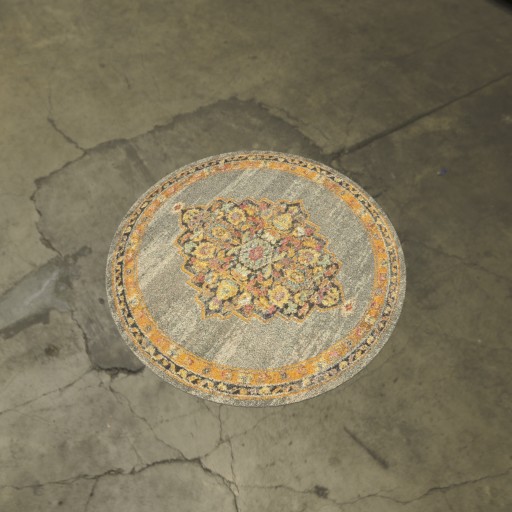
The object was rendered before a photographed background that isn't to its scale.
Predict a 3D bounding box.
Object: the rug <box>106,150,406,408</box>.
[{"bbox_3d":[0.000,0.000,2.394,1.598,0.010,1.598,0,57,0],"label":"rug"}]
